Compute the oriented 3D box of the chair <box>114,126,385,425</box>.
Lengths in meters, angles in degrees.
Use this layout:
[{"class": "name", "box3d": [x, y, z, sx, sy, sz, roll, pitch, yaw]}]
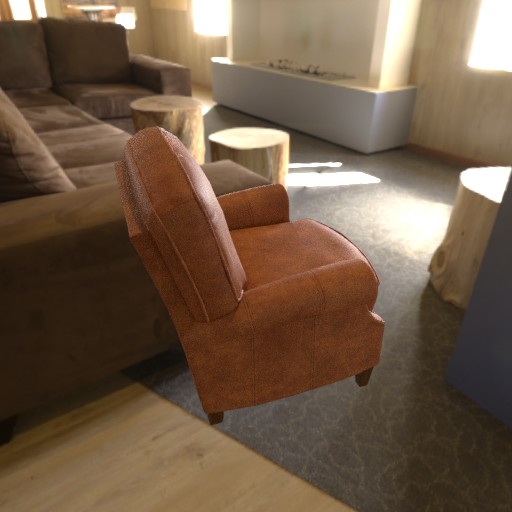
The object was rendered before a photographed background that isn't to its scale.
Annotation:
[{"class": "chair", "box3d": [0.000, 0.000, 1.827, 0.986, 1.018, 0.936, -10, 32, -16]}]
